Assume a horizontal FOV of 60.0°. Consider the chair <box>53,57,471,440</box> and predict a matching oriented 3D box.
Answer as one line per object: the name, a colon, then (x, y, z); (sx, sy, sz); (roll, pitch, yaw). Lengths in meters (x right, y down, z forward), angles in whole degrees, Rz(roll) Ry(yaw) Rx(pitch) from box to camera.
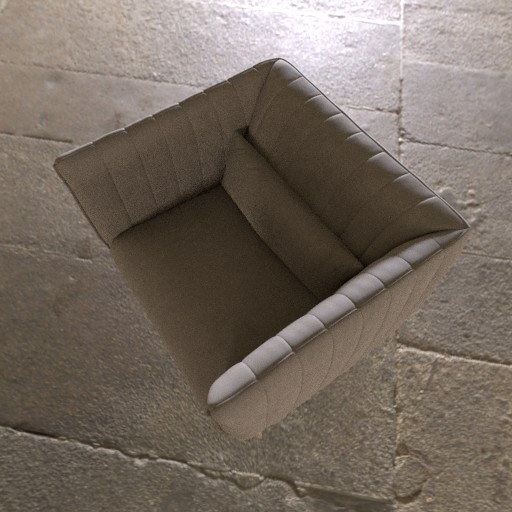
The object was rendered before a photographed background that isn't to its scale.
chair: (0.000, 0.000, 1.588); (0.873, 0.779, 0.981); (-32, 66, -16)
